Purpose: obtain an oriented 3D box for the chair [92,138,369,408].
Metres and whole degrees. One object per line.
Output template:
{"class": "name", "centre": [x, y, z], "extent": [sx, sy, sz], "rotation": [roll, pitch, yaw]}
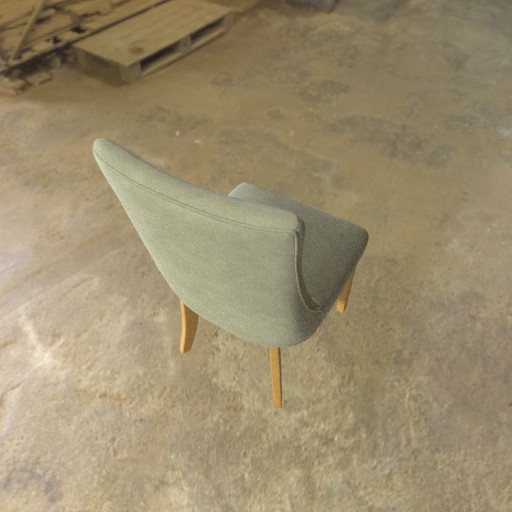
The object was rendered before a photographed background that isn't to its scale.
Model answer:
{"class": "chair", "centre": [0.000, 0.000, 1.280], "extent": [0.495, 0.902, 0.610], "rotation": [24, 52, 20]}
